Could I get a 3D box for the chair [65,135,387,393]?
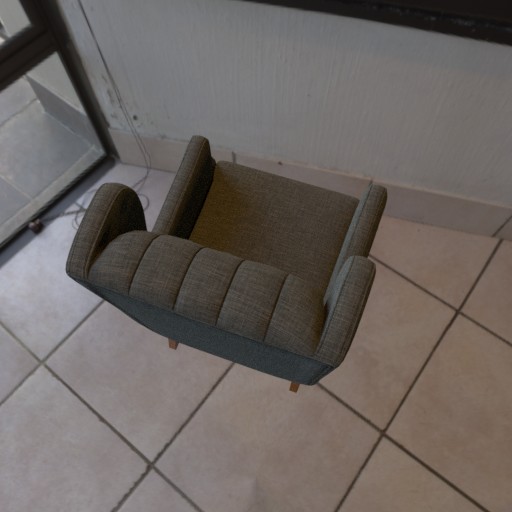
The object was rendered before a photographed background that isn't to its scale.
[{"bbox_3d":[0.000,0.000,1.466,0.711,0.953,0.775,17,65,9],"label":"chair"}]
